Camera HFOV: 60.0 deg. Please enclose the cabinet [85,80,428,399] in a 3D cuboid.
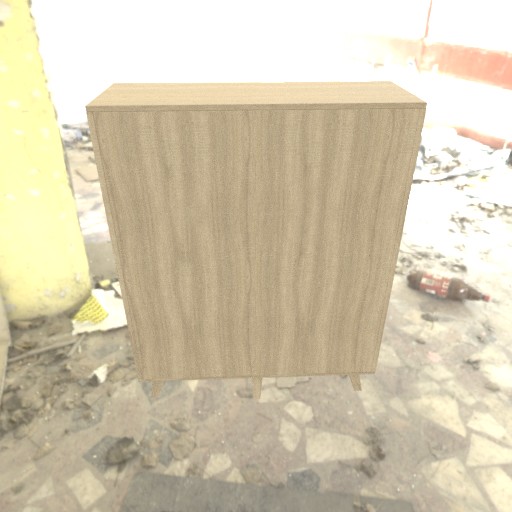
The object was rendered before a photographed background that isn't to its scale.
[{"bbox_3d":[0.000,0.000,1.961,1.111,1.388,0.398,-1,31,-2],"label":"cabinet"}]
